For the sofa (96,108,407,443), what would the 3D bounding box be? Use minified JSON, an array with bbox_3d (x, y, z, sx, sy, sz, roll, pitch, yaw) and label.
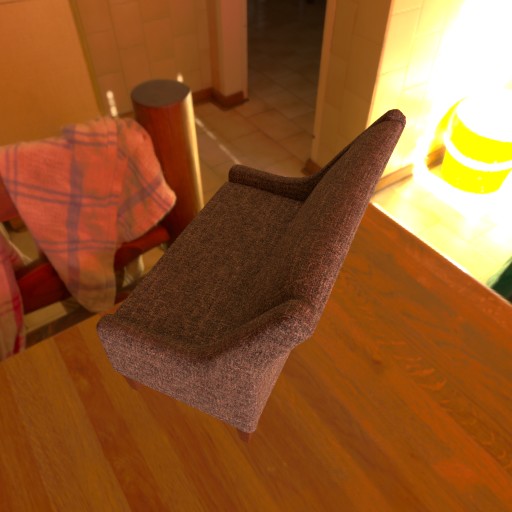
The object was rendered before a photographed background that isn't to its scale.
[{"bbox_3d":[0.000,0.000,1.977,0.870,1.021,1.242,19,49,17],"label":"sofa"}]
